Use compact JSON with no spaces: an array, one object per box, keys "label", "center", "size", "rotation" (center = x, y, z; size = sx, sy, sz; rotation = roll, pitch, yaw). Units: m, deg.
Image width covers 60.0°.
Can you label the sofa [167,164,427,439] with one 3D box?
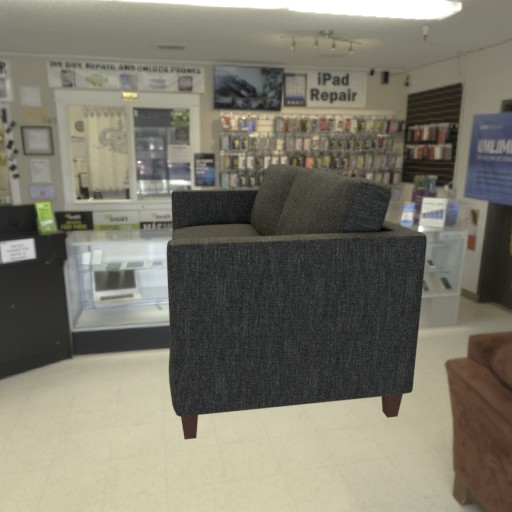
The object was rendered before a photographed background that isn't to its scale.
[{"label":"sofa","center":[0.000,0.000,2.447],"size":[0.950,0.963,1.884],"rotation":[-2,14,-10]}]
